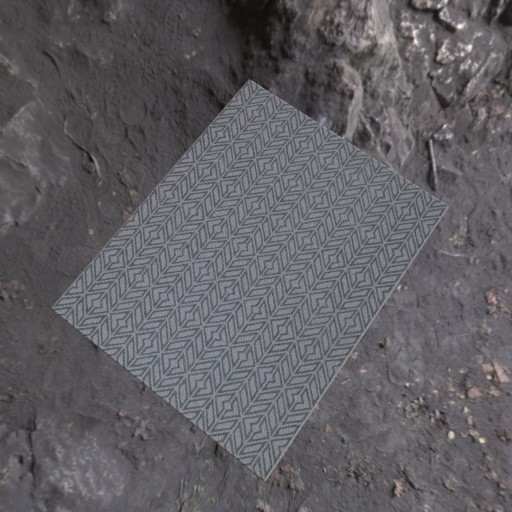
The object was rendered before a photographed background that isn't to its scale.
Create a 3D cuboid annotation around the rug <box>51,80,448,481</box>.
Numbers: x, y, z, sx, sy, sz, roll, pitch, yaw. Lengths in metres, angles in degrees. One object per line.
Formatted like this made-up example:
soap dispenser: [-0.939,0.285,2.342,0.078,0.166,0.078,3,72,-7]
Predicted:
rug: [0.000,0.000,4.202,2.441,0.017,3.050,36,78,9]
